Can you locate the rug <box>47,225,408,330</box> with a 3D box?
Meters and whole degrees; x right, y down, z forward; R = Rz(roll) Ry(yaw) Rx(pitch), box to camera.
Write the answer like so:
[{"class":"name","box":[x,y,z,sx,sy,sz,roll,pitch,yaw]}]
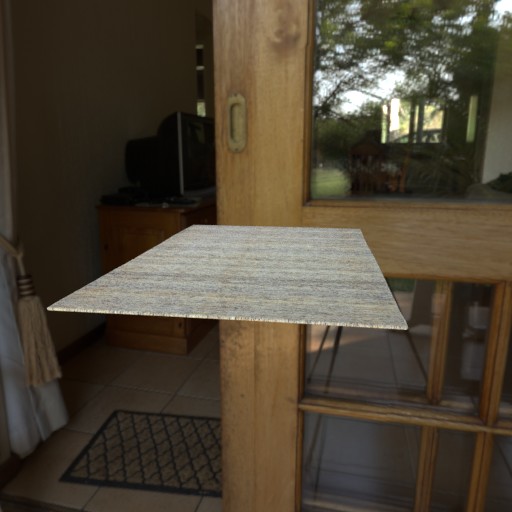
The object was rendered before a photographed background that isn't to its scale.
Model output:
[{"class":"rug","box":[0.000,0.000,2.368,1.243,0.014,1.846,2,13,8]}]
